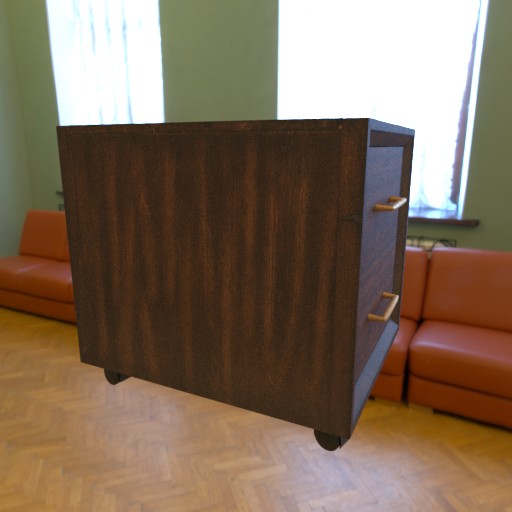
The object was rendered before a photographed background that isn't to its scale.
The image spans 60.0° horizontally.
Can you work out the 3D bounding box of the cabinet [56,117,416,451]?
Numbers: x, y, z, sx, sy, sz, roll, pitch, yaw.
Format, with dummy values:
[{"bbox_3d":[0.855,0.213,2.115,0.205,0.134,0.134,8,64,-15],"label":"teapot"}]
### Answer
[{"bbox_3d":[0.000,0.000,0.815,0.500,0.455,0.402,7,16,25],"label":"cabinet"}]
